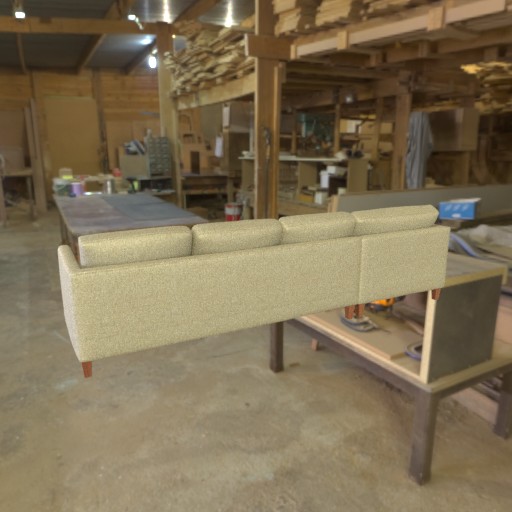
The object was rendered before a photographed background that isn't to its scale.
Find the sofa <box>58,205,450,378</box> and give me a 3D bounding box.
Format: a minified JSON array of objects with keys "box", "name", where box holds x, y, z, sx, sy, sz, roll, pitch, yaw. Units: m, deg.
[{"box":[0.000,0.000,3.927,3.201,0.876,1.502,-7,16,-26],"name":"sofa"}]
